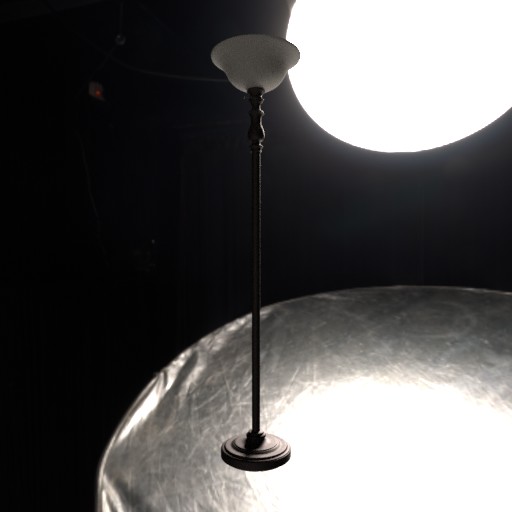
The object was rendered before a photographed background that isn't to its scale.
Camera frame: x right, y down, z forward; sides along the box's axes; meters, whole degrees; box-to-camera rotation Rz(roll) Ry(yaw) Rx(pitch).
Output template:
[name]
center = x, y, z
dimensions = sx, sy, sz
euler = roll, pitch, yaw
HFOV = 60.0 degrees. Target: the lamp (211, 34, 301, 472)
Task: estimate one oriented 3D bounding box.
[lamp]
center = 0.000, 0.000, 1.991
dimensions = 0.405, 1.797, 0.405
euler = 0, -1, 18
